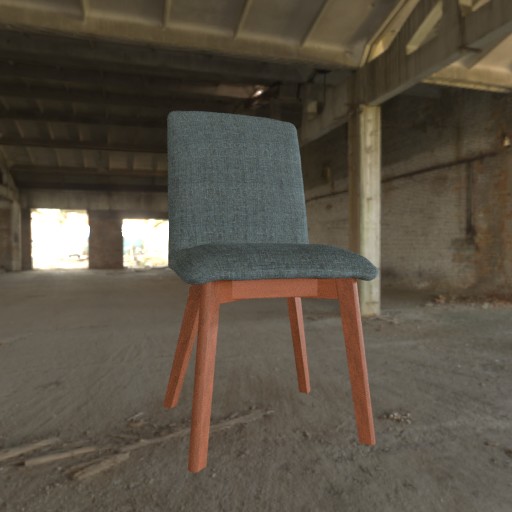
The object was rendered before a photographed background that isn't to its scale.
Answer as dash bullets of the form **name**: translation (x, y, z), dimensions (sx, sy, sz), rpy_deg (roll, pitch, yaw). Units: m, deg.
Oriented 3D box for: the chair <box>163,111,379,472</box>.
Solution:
- **chair**: translation (0.000, 0.000, 1.323), dimensions (0.522, 0.974, 0.563), rpy_deg (0, 1, -18)
